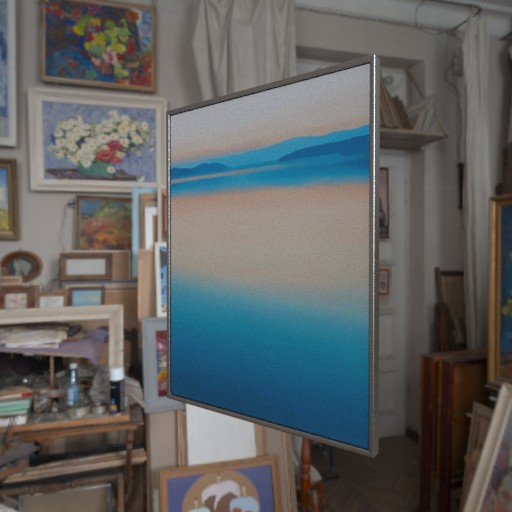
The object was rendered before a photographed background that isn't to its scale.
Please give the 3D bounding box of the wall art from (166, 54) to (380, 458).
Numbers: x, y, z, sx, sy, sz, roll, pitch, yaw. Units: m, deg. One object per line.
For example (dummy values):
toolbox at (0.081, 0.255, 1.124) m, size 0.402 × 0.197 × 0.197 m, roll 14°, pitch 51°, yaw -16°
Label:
wall art at (0.000, 0.000, 1.417) m, size 0.801 × 1.062 × 0.037 m, roll 1°, pitch 1°, yaw 37°
